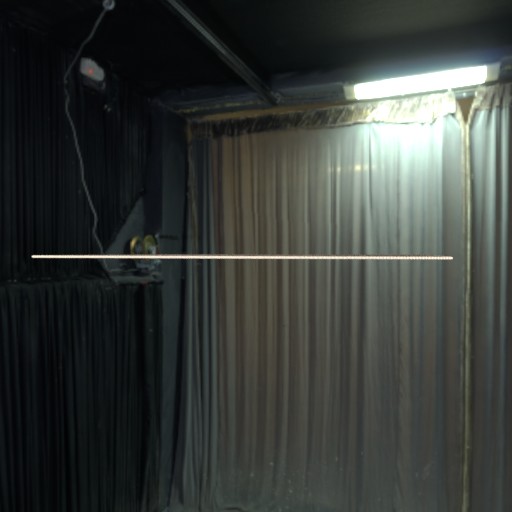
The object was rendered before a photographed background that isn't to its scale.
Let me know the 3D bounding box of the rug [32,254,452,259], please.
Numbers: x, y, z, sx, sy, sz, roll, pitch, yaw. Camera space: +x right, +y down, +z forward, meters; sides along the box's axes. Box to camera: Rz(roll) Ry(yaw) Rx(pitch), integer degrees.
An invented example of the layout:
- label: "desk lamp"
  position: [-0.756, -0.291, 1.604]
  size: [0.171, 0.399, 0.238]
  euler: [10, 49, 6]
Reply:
- label: "rug"
  position: [0.000, 0.000, 2.987]
  size: [2.290, 0.014, 1.526]
  euler: [0, 1, 17]
